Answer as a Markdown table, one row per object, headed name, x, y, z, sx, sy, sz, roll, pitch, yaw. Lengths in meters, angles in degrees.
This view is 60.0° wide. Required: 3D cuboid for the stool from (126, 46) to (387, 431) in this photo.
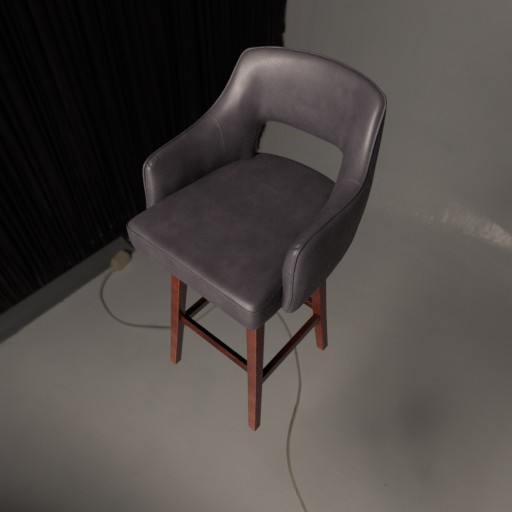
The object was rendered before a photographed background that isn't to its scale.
| name | x | y | z | sx | sy | sz | roll | pitch | yaw |
| --- | --- | --- | --- | --- | --- | --- | --- | --- | --- |
| stool | 0.000 | 0.000 | 1.356 | 0.550 | 1.041 | 0.560 | 32 | 54 | 26 |
